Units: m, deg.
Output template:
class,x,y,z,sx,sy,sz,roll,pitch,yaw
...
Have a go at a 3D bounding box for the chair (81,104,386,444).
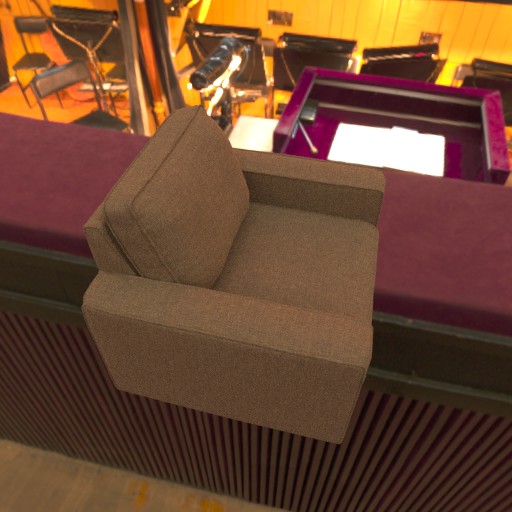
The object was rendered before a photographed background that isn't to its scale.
class,x,y,z,sx,sy,sz,roll,pitch,yaw
chair,0.000,0.000,1.757,0.940,0.914,1.016,10,47,10
